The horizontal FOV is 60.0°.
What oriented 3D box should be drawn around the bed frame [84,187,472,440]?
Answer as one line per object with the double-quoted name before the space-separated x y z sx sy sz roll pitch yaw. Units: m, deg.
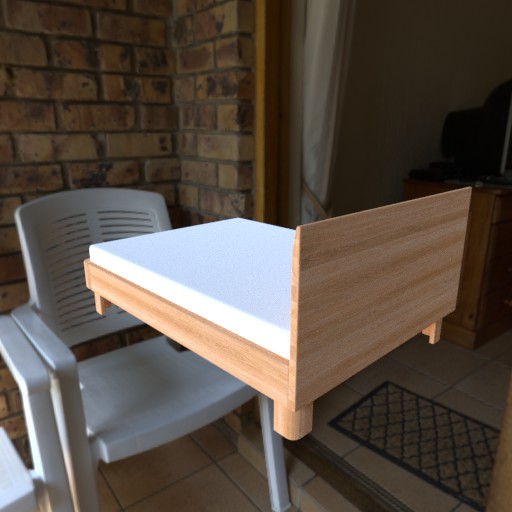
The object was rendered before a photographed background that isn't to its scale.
"bed frame" 0.000 0.000 2.839 1.472 0.940 1.992 -15 22 -41
